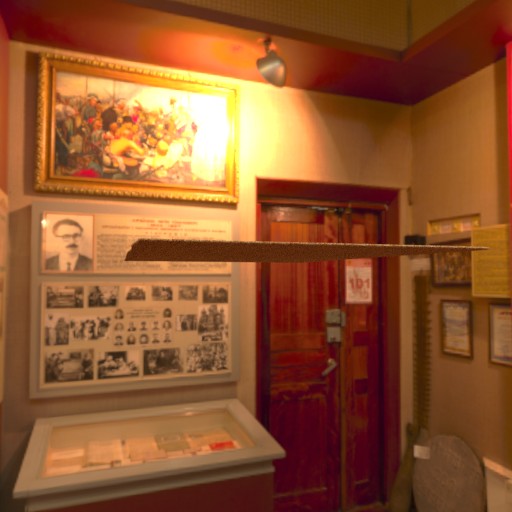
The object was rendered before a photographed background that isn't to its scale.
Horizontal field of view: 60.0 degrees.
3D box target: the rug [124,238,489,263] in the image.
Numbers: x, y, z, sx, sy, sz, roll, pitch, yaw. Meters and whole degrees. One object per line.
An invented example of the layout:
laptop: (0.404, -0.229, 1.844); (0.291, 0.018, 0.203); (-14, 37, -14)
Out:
rug: (0.000, 0.000, 2.752); (1.566, 0.013, 2.141); (1, -3, -18)
